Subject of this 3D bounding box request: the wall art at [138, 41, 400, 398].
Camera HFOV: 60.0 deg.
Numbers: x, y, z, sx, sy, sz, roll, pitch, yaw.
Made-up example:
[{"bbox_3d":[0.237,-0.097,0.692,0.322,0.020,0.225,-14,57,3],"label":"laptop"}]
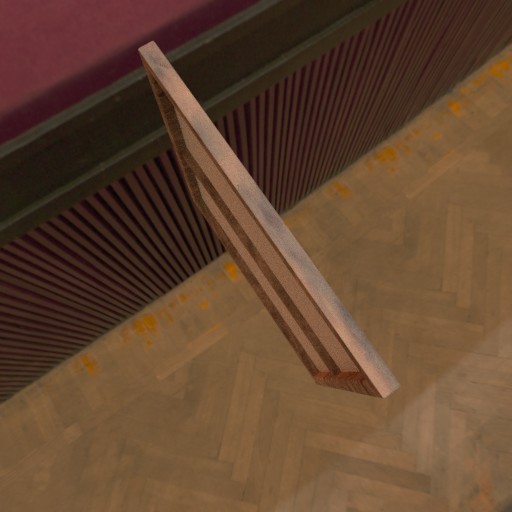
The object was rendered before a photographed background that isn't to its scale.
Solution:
[{"bbox_3d":[0.000,0.000,1.108,0.035,0.747,0.747,-33,78,-8],"label":"wall art"}]
